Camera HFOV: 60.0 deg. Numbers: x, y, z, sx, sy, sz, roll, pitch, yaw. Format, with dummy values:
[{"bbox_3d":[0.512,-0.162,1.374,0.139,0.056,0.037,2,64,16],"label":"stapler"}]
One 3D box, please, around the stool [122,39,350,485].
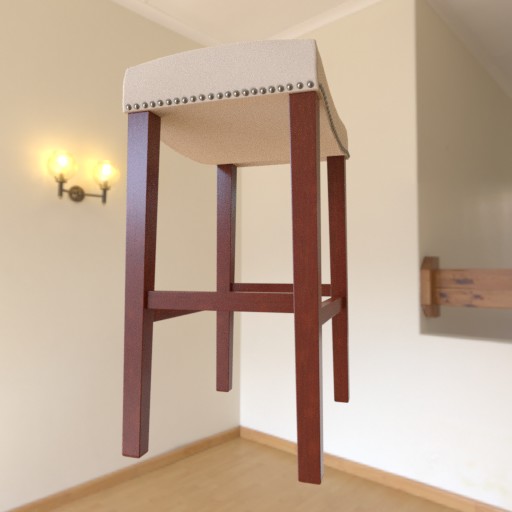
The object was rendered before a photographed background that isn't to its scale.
[{"bbox_3d":[0.000,0.000,0.992,0.372,0.742,0.504,0,-2,17],"label":"stool"}]
